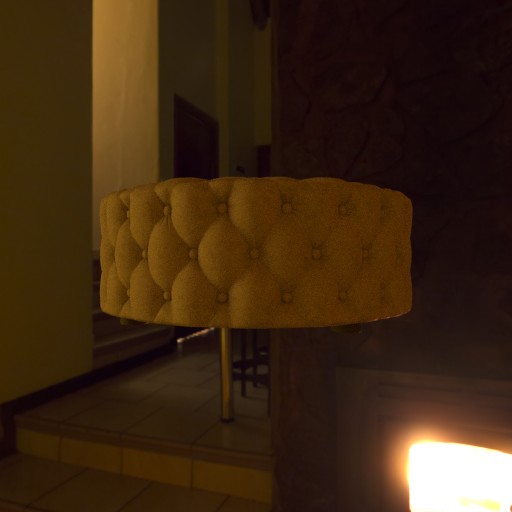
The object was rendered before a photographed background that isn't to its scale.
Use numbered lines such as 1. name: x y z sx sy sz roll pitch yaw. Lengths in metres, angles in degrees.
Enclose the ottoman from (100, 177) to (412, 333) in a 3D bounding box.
1. ottoman: 0.000 0.000 1.491 0.998 0.399 0.998 0 0 0
